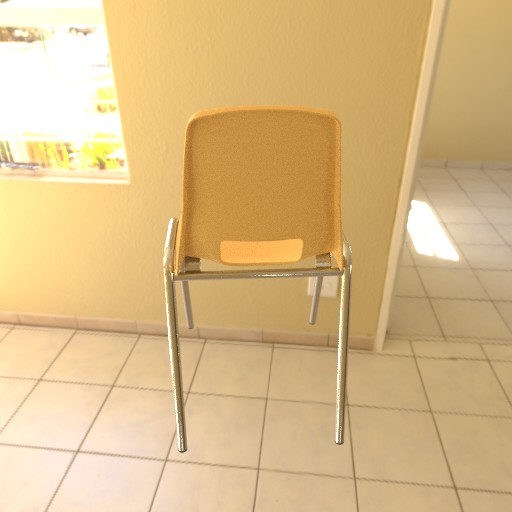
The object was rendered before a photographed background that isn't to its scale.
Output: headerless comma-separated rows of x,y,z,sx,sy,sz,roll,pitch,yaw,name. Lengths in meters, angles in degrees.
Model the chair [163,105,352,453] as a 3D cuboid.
0.000,0.000,0.959,0.381,0.704,0.436,-2,29,-3,chair
